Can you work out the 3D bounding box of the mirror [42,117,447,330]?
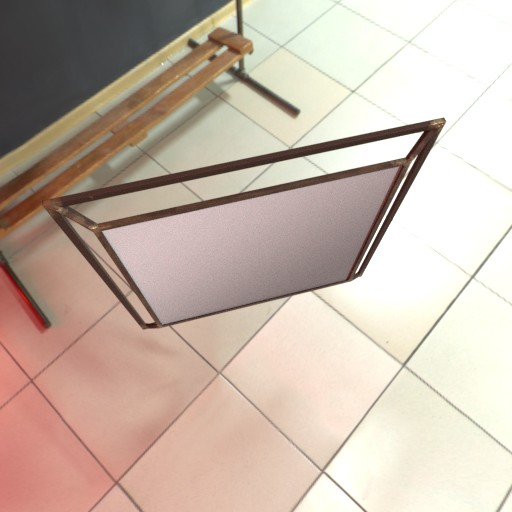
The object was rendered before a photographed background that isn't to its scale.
[{"bbox_3d":[0.000,0.000,0.922,0.610,0.610,0.032,-13,65,-6],"label":"mirror"}]
